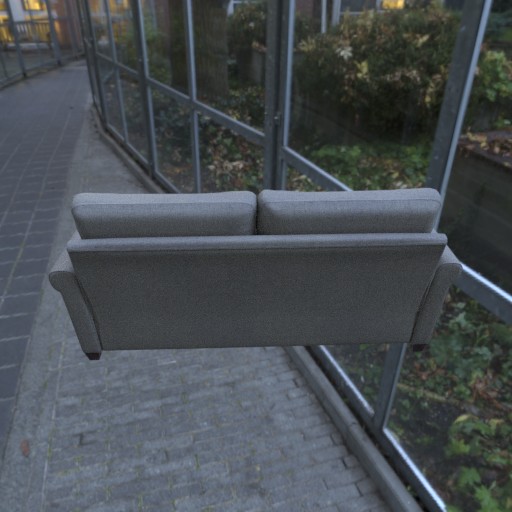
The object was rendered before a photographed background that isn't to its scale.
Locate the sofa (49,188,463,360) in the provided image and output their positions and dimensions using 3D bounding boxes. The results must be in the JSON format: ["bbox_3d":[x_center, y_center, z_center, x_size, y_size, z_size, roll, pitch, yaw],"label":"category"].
[{"bbox_3d":[0.000,0.000,2.393,1.935,0.942,0.842,-1,30,-2],"label":"sofa"}]
